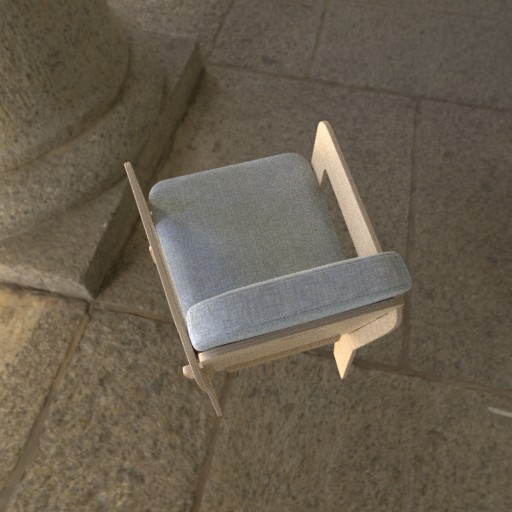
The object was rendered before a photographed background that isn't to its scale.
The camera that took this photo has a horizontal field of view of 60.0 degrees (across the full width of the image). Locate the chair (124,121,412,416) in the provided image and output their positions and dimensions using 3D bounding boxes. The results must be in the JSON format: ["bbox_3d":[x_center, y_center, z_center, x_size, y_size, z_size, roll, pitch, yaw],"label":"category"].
[{"bbox_3d":[0.000,0.000,1.254,0.590,0.800,0.710,-14,60,-8],"label":"chair"}]
